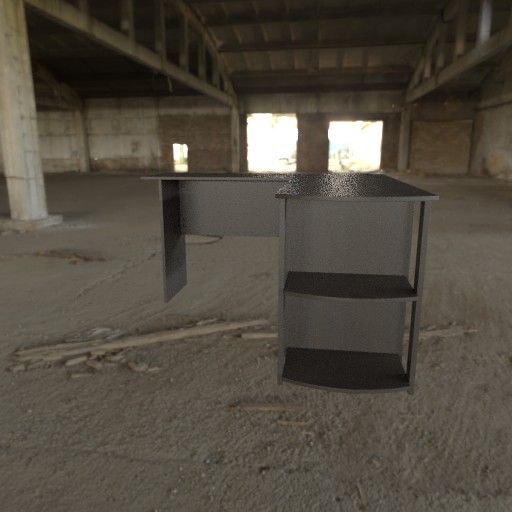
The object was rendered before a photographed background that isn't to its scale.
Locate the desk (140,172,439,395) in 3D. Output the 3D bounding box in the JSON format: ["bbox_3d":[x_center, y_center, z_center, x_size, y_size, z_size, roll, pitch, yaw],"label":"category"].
[{"bbox_3d":[0.000,0.000,2.114,1.303,0.716,1.361,2,14,8],"label":"desk"}]
